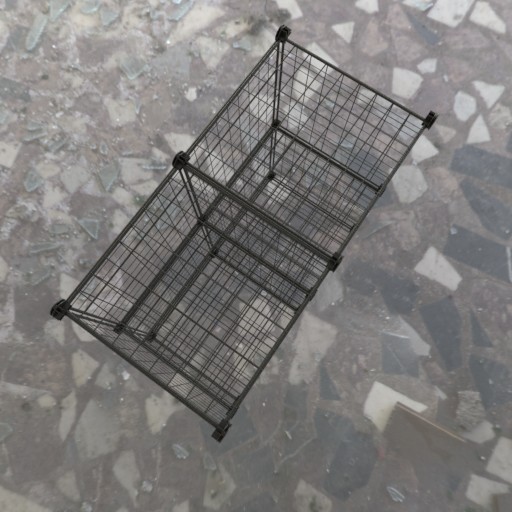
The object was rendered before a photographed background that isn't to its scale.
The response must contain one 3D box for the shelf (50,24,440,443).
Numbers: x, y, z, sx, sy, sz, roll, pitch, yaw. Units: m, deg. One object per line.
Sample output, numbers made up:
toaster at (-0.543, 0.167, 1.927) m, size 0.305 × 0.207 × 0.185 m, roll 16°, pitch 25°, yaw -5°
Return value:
shelf at (0.000, 0.000, 1.130) m, size 0.356 × 0.711 × 0.711 m, roll 34°, pitch 78°, yaw 8°
